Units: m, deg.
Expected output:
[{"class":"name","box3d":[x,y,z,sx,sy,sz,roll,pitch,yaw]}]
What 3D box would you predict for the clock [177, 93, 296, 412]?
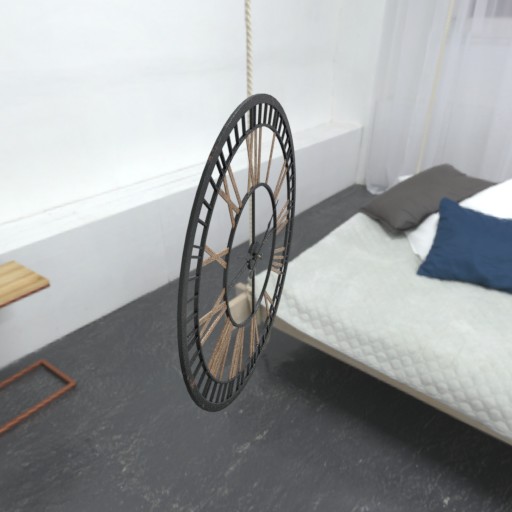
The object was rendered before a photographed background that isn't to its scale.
[{"class":"clock","box3d":[0.000,0.000,1.224,0.025,0.843,0.843,10,31,17]}]
